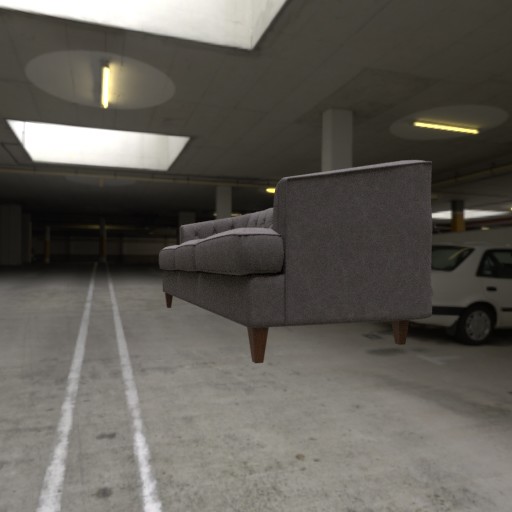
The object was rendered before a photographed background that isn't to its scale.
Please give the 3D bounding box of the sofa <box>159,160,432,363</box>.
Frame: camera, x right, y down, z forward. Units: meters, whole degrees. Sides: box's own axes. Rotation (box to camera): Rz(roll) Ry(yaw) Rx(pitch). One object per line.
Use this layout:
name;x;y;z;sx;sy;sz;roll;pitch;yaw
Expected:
sofa;0.000;0.000;2.724;0.917;0.806;2.247;0;-1;-20
